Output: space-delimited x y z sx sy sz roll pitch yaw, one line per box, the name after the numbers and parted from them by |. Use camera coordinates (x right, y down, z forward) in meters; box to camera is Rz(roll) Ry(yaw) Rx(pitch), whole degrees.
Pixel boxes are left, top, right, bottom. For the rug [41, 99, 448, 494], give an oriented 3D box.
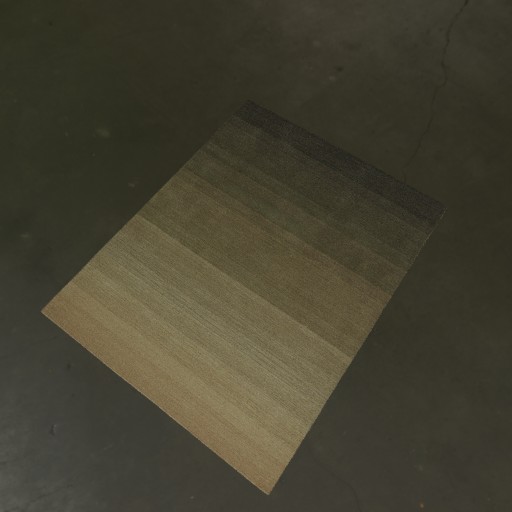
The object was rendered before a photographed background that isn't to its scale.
0.000 0.000 3.914 2.315 0.015 2.932 33 68 15 | rug
